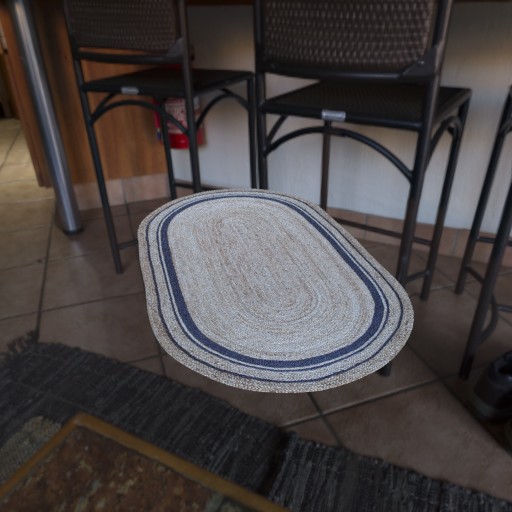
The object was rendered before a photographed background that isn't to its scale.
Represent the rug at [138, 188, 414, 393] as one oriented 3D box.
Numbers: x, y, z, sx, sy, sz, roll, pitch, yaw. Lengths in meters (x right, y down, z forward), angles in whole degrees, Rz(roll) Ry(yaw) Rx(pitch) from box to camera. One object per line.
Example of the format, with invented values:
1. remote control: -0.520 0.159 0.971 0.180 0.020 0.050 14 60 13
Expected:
1. rug: 0.000 0.000 3.011 1.520 0.006 2.432 -9 32 -15
